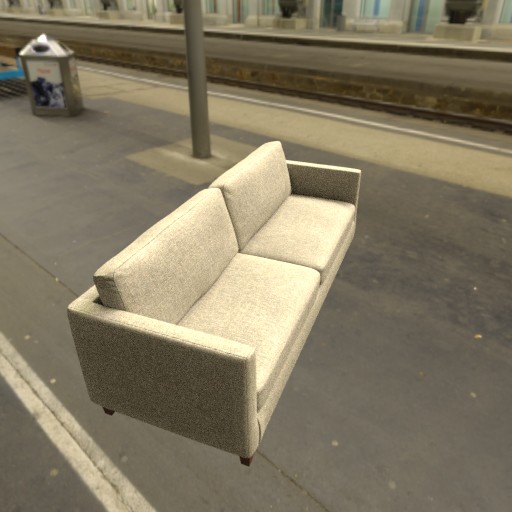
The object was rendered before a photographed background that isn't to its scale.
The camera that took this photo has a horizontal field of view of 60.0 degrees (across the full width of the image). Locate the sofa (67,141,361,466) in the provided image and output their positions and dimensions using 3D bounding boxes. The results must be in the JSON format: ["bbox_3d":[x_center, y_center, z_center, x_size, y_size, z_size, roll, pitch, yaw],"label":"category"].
[{"bbox_3d":[0.000,0.000,2.972,0.948,0.951,2.434,11,32,19],"label":"sofa"}]
